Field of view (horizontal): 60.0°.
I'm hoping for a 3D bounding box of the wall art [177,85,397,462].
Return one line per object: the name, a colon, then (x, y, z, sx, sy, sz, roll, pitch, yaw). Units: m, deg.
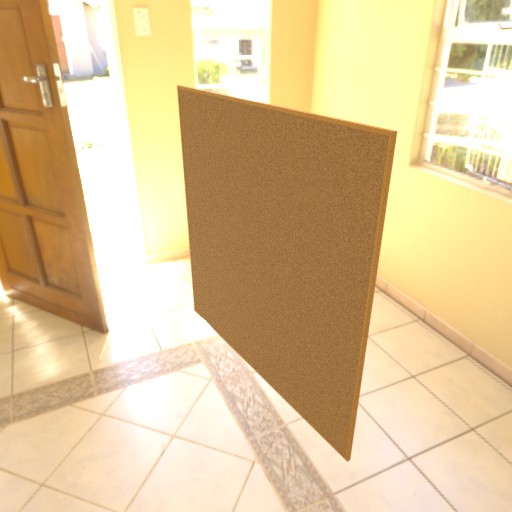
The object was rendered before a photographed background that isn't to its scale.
wall art: (0.000, 0.000, 1.444, 0.013, 0.959, 0.962, -18, 32, -31)
